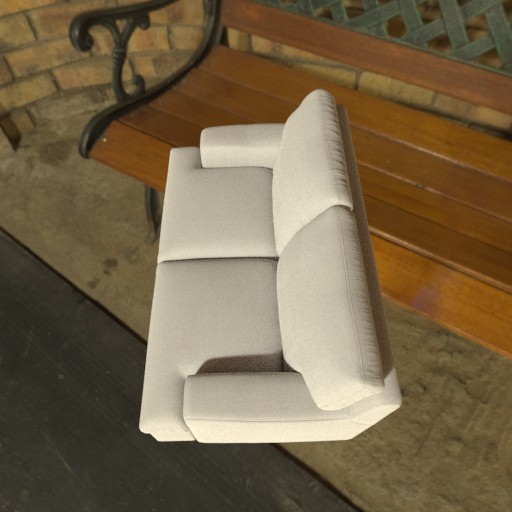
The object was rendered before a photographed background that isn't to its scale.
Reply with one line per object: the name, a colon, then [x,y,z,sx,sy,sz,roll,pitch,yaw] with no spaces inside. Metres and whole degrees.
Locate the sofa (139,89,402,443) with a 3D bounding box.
sofa: [0.000,0.000,2.480,1.143,0.940,1.880,-1,58,-1]
